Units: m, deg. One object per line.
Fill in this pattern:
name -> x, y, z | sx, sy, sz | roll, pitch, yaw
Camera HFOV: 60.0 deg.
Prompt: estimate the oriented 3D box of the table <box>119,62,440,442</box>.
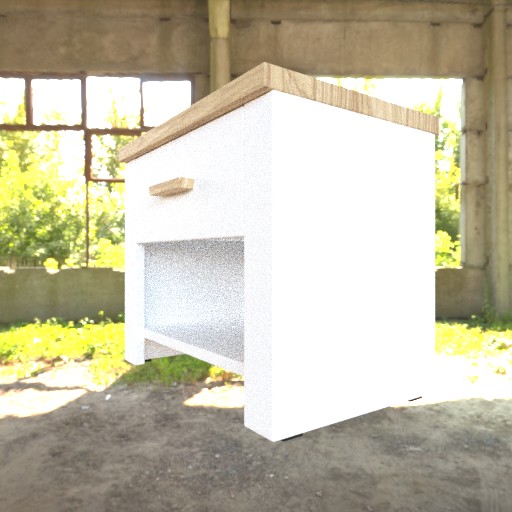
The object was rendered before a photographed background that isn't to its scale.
table -> 0.000, 0.000, 0.800 | 0.360, 0.440, 0.500 | 0, 0, -36
